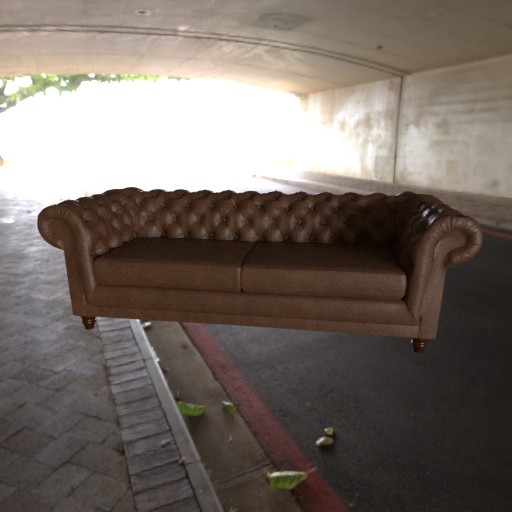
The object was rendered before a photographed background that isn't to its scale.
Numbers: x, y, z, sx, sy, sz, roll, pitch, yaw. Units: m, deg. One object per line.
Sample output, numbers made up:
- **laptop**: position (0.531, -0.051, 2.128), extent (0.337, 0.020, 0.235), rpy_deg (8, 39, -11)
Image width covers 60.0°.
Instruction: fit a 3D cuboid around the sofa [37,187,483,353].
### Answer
- **sofa**: position (0.000, 0.000, 2.820), extent (2.385, 0.783, 0.944), rpy_deg (2, 15, 9)
